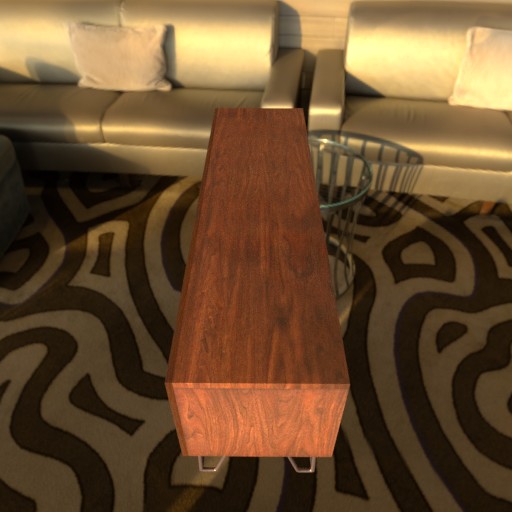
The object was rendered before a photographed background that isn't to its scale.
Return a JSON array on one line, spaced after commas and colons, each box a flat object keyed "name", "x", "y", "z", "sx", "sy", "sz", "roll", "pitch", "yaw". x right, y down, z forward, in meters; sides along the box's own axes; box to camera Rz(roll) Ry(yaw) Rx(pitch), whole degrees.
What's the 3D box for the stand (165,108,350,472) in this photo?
[{"name": "stand", "x": 0.000, "y": 0.000, "z": 1.902, "sx": 0.481, "sy": 0.610, "sz": 1.626, "roll": 0, "pitch": 42, "yaw": 0}]
